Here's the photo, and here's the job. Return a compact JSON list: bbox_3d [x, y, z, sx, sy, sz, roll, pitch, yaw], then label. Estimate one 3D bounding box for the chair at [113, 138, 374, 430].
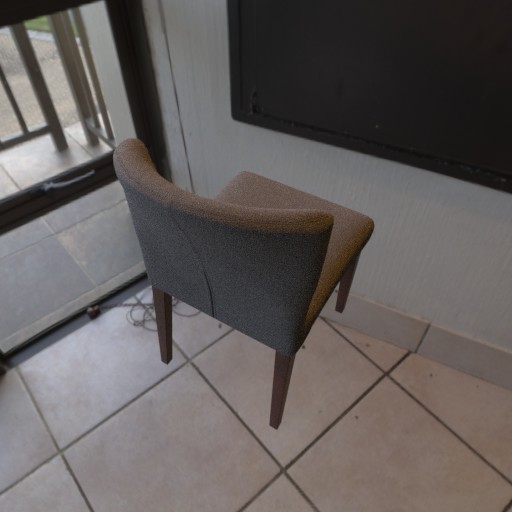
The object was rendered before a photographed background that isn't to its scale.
[{"bbox_3d":[0.000,0.000,1.229,0.491,0.839,0.589,24,52,20],"label":"chair"}]
